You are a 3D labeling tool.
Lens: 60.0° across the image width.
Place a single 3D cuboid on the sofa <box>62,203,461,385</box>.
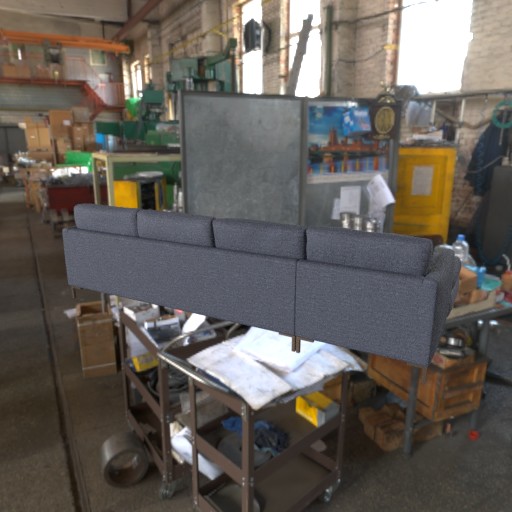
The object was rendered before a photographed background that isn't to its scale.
[{"bbox_3d":[0.000,0.000,2.964,2.445,0.673,1.125,8,17,28],"label":"sofa"}]
